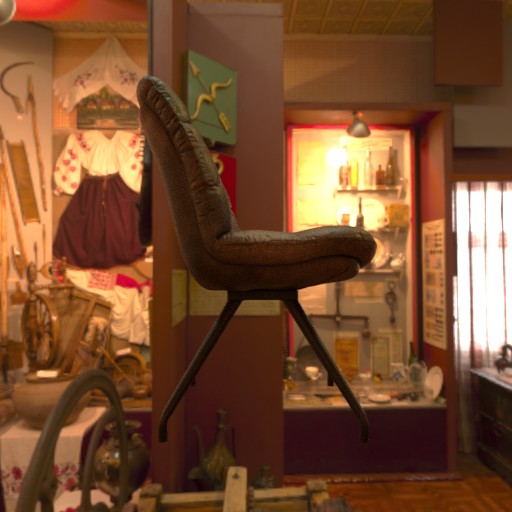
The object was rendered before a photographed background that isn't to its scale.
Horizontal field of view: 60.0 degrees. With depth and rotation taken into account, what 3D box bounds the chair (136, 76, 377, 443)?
[{"bbox_3d":[0.000,0.000,1.278,0.622,0.870,0.549,0,-1,0],"label":"chair"}]
